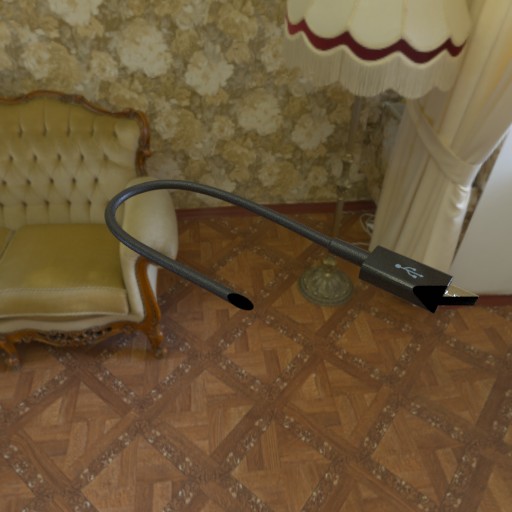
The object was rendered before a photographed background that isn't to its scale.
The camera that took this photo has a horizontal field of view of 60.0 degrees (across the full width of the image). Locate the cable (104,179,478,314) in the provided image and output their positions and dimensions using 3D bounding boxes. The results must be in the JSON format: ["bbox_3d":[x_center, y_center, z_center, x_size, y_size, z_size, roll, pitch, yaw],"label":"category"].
[{"bbox_3d":[0.000,0.000,0.112,0.098,0.006,0.040,26,48,27],"label":"cable"}]
